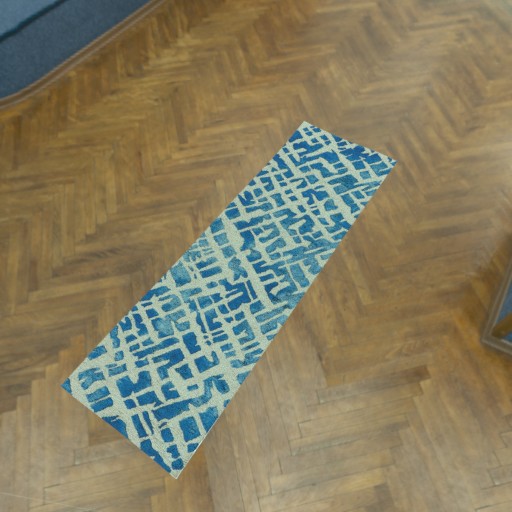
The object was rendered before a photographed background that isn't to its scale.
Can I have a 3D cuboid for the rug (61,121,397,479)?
[{"bbox_3d":[0.000,0.000,2.710,0.768,0.011,2.446,30,62,18],"label":"rug"}]
